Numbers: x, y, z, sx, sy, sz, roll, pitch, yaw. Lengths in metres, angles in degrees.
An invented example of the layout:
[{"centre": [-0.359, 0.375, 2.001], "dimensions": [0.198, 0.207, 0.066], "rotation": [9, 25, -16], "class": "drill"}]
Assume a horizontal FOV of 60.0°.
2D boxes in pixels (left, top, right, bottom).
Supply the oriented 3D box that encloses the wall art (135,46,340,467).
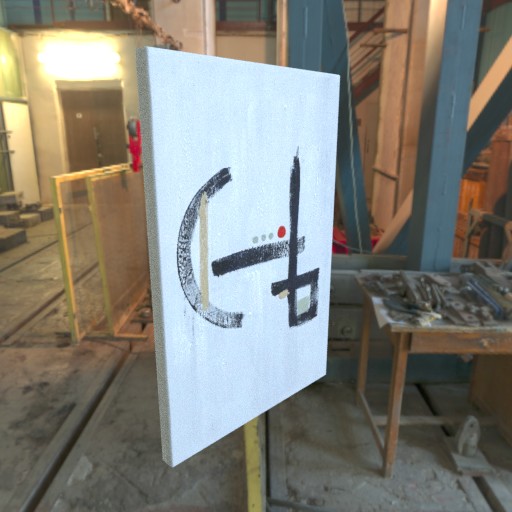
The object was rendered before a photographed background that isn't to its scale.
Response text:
[{"centre": [0.000, 0.000, 1.142], "dimensions": [0.602, 0.916, 0.048], "rotation": [-15, 21, -42], "class": "wall art"}]
